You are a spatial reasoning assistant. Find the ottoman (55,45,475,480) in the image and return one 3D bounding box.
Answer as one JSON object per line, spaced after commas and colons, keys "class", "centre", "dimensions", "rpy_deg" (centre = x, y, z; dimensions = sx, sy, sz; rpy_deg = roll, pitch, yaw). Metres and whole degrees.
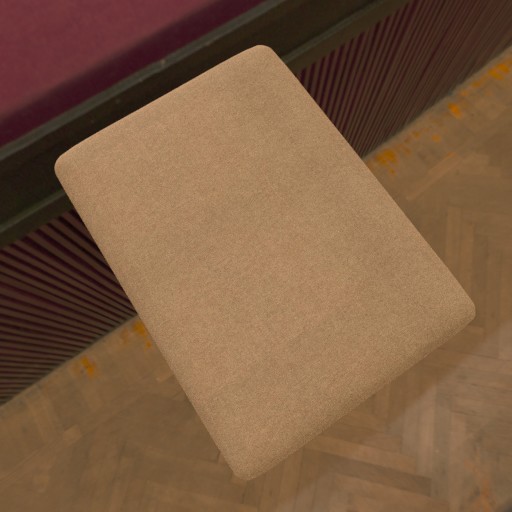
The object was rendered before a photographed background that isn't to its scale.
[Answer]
{"class": "ottoman", "centre": [0.000, 0.000, 1.142], "dimensions": [0.610, 0.478, 0.823], "rpy_deg": [-33, 78, -8]}
